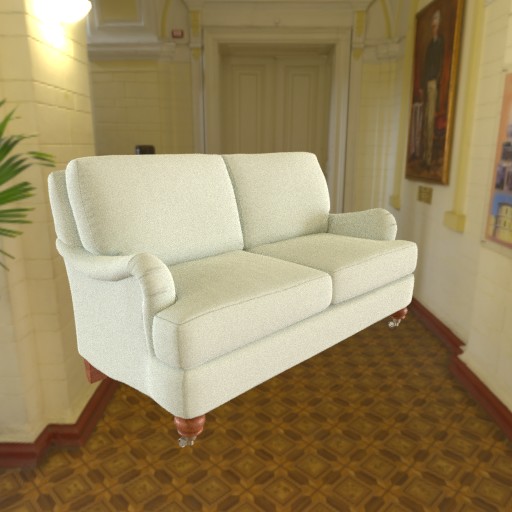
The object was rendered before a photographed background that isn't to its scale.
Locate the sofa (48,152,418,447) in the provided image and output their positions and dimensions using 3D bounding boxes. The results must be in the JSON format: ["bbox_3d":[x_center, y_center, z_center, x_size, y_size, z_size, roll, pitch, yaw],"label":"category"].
[{"bbox_3d":[0.000,0.000,2.455,1.084,1.101,1.853,14,19,43],"label":"sofa"}]
